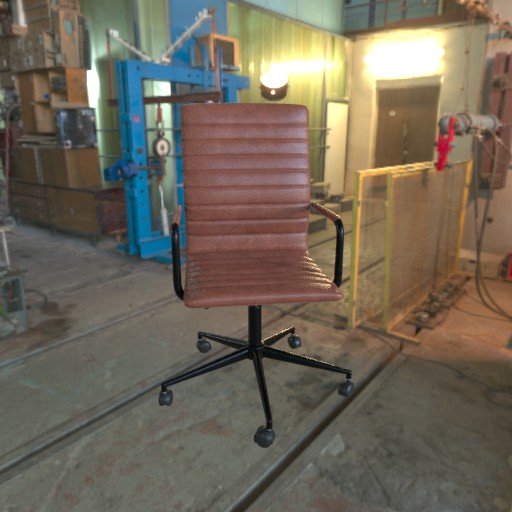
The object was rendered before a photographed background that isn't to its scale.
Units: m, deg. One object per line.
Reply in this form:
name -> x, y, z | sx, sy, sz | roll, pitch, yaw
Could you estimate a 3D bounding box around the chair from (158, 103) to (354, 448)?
chair -> 0.000, 0.000, 1.298 | 0.600, 0.878, 0.578 | -2, 16, -7
